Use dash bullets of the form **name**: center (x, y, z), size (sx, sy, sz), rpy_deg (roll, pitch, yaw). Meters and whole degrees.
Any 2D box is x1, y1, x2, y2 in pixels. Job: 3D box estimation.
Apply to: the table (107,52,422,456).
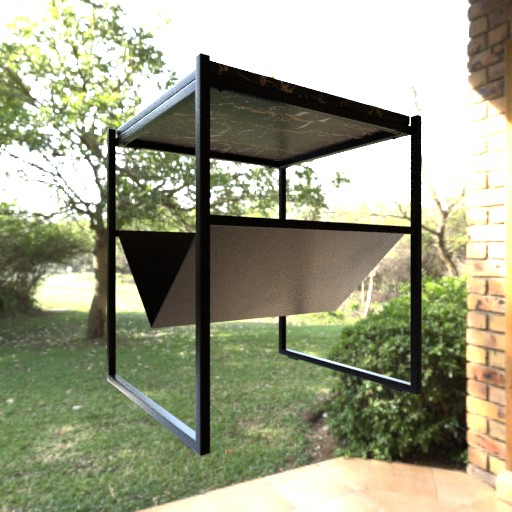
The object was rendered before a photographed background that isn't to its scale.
- **table**: center (0.000, 0.000, 0.889), size (0.469, 0.534, 0.432), rpy_deg (0, 0, -34)
